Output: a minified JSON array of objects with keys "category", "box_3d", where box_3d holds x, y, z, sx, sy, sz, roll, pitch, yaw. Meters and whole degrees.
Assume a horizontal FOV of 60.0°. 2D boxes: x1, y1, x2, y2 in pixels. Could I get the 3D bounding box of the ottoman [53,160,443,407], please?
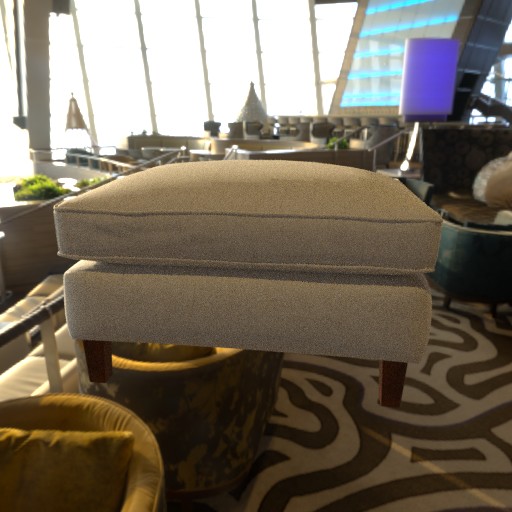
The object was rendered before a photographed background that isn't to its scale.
[{"category":"ottoman","box_3d":[0.000,0.000,0.970,0.665,0.406,0.501,2,18,8]}]
